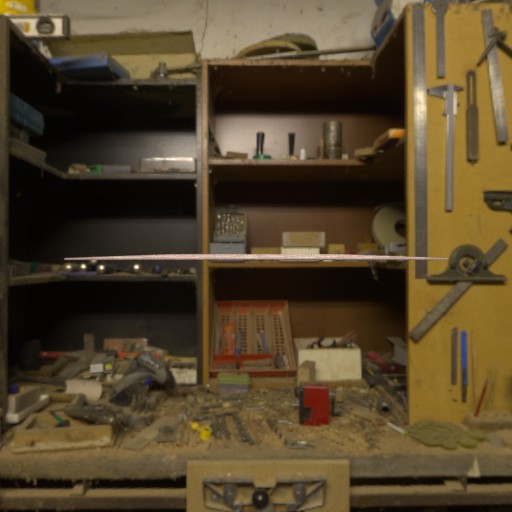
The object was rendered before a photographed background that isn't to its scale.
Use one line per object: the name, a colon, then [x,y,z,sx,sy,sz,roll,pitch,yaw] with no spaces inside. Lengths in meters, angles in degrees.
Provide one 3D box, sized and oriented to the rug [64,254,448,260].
rug: [0.000,0.000,4.379,2.382,0.018,3.294,0,1,0]
